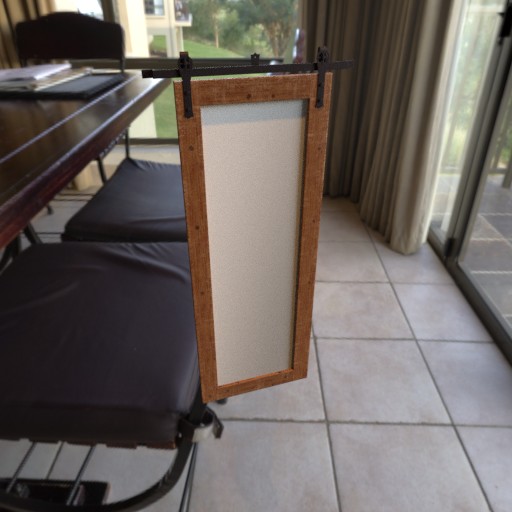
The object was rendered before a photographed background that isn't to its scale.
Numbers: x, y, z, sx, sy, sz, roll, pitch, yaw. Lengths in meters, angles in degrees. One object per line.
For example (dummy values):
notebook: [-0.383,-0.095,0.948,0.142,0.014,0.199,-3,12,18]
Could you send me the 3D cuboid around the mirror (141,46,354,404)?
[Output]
mirror: [0.000,0.000,2.106,0.847,1.793,0.042,-9,32,-15]
